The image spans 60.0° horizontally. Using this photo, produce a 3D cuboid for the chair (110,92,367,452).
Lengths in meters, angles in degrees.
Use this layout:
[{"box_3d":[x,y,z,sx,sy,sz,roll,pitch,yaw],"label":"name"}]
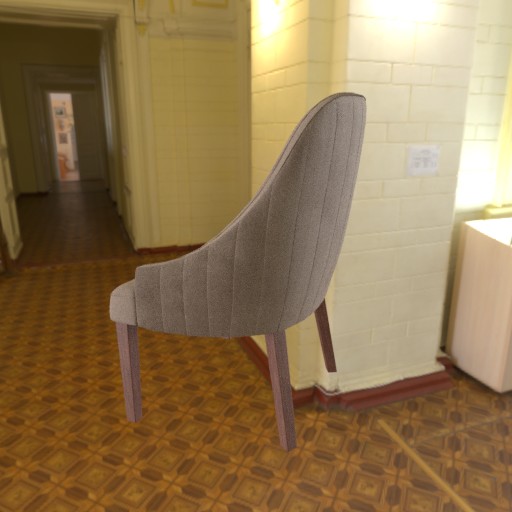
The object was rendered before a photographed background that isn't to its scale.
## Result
[{"box_3d":[0.000,0.000,1.306,0.575,0.889,0.643,7,17,23],"label":"chair"}]
